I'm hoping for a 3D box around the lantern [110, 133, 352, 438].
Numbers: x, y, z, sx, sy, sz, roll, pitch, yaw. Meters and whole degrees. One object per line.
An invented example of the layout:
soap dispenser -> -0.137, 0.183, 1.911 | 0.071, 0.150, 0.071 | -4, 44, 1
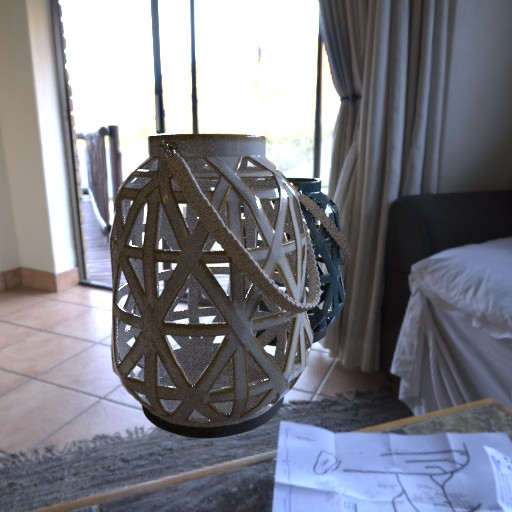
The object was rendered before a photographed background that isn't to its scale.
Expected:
lantern -> 0.000, 0.000, 0.597 | 0.245, 0.307, 0.439 | 6, 15, 25
